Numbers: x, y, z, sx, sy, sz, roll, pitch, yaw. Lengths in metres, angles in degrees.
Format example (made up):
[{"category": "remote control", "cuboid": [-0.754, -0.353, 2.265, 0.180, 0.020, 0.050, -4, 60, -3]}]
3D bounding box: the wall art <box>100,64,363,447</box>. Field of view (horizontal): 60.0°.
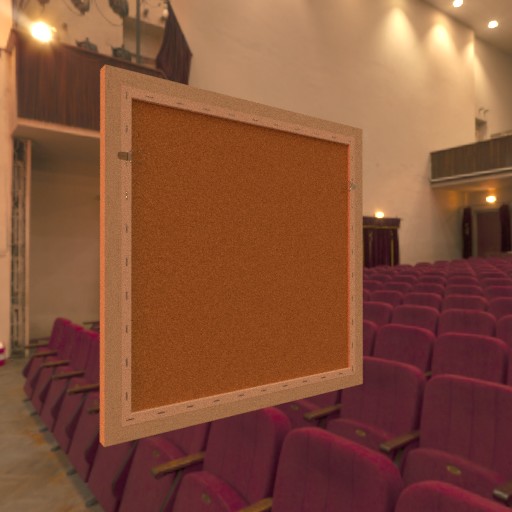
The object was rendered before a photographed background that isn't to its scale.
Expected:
[{"category": "wall art", "cuboid": [0.000, 0.000, 1.488, 1.016, 1.016, 0.045, 0, 0, -36]}]
